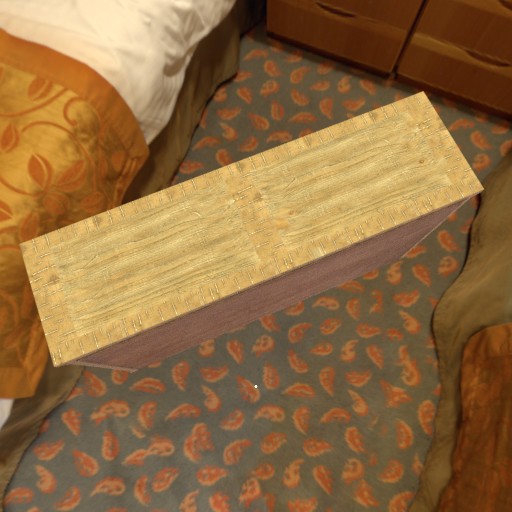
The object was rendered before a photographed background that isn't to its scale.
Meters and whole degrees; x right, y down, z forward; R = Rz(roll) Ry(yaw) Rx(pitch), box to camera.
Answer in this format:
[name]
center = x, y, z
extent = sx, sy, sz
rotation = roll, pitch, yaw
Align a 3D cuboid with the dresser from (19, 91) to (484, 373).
[dresser]
center = 0.000, 0.000, 2.084
extent = 1.626, 1.016, 0.457
rotation = -22, 75, -6
